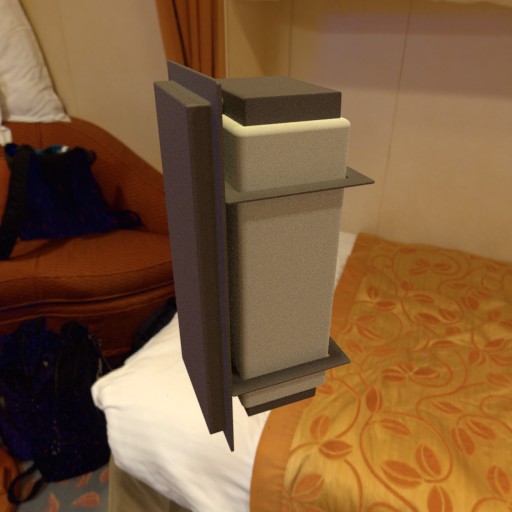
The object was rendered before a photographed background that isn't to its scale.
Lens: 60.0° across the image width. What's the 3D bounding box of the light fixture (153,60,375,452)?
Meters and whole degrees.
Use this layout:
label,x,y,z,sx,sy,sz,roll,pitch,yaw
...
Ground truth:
label,x,y,z,sx,sy,sz,roll,pitch,yaw
light fixture,0.000,0.000,0.438,0.146,0.347,0.153,-11,30,-19
